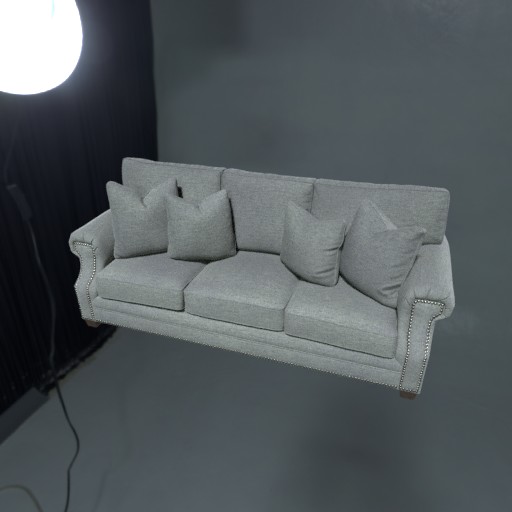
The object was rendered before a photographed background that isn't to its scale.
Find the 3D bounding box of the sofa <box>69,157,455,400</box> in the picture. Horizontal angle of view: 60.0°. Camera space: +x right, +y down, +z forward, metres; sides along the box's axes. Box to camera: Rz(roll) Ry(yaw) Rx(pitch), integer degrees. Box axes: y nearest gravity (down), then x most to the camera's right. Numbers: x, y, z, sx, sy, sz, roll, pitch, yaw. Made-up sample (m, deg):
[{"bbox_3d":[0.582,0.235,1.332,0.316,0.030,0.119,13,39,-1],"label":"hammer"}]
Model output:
[{"bbox_3d":[0.000,0.000,2.844,2.312,0.975,0.965,9,29,17],"label":"sofa"}]
